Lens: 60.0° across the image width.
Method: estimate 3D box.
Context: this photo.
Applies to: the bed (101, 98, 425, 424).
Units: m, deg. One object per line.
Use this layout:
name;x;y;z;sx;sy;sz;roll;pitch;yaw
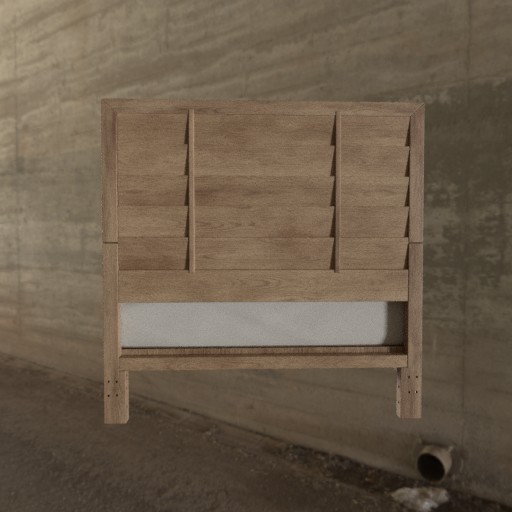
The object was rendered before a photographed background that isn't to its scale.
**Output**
bed;0.000;0.000;3.337;1.626;1.626;2.197;0;2;-2
